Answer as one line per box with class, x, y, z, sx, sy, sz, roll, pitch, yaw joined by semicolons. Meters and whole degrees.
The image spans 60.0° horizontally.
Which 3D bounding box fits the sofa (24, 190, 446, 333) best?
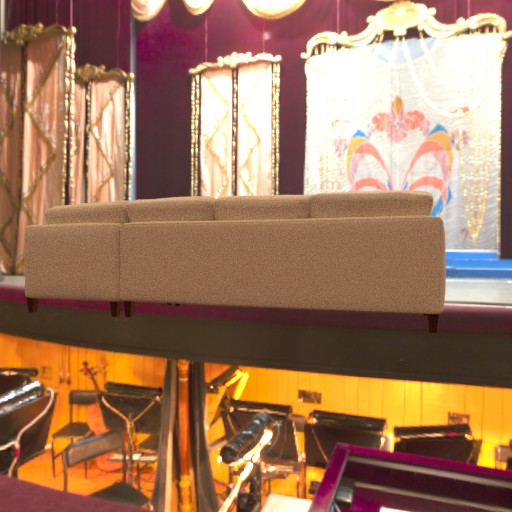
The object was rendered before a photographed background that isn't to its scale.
sofa;0.000;0.000;4.417;3.302;0.947;2.593;0;0;18
